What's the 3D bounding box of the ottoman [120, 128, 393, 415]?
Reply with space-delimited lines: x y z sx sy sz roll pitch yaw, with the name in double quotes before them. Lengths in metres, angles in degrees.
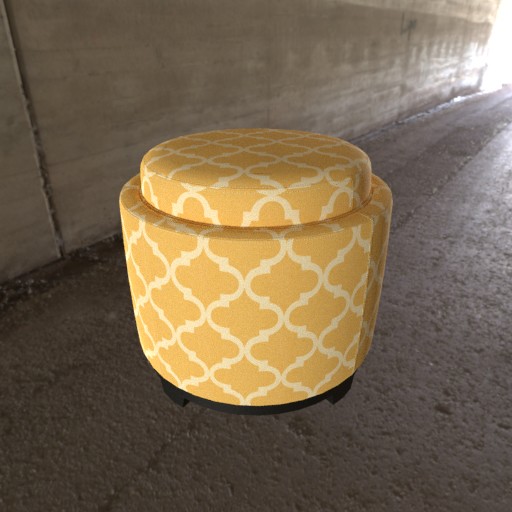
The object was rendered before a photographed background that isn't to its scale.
"ottoman" 0.000 0.000 0.858 0.480 0.429 0.480 0 27 0
